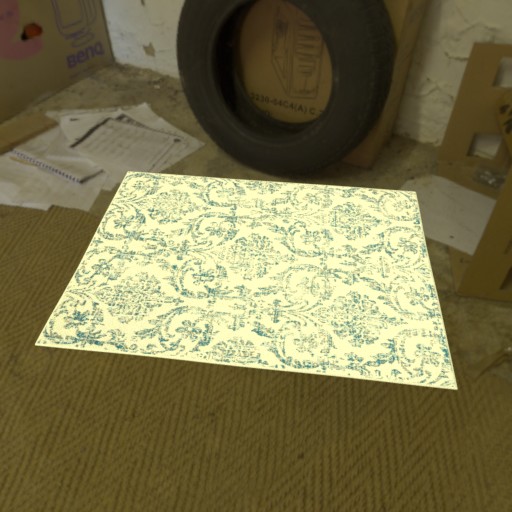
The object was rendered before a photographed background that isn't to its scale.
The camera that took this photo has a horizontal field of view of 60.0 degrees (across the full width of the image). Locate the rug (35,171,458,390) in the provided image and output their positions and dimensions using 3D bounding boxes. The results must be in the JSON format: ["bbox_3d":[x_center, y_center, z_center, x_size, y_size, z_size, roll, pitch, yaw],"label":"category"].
[{"bbox_3d":[0.000,0.000,2.827,2.197,0.014,1.586,5,46,5],"label":"rug"}]
